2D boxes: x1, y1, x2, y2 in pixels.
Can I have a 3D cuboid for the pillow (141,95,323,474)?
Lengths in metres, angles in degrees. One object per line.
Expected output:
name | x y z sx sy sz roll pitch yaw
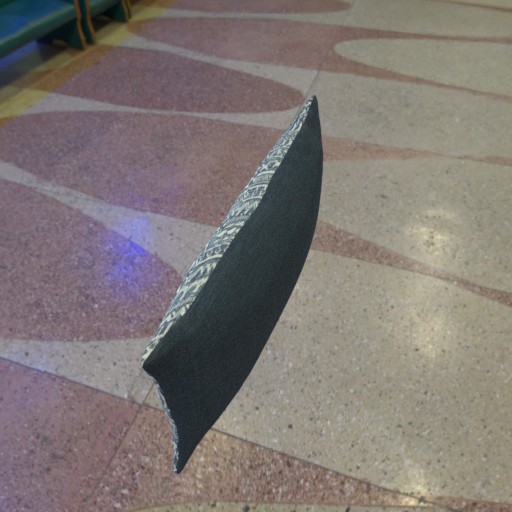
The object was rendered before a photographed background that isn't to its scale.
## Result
pillow | 0.000 0.000 0.733 0.148 0.292 0.631 16 48 15
